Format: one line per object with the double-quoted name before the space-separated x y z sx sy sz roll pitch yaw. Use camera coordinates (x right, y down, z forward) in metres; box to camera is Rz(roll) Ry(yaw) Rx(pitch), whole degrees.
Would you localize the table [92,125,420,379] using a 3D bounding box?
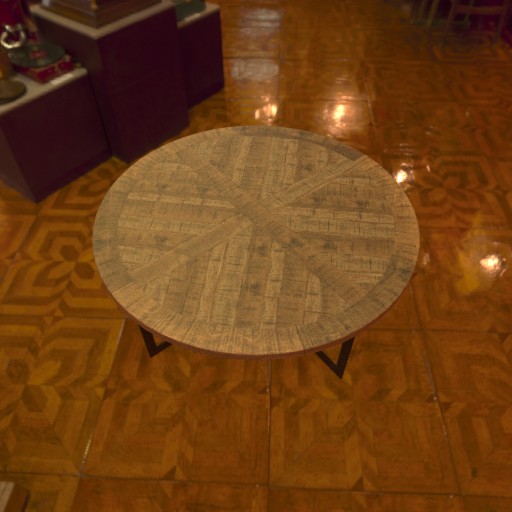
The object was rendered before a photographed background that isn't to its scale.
"table" 0.000 0.000 1.949 1.264 0.516 1.264 0 48 0
